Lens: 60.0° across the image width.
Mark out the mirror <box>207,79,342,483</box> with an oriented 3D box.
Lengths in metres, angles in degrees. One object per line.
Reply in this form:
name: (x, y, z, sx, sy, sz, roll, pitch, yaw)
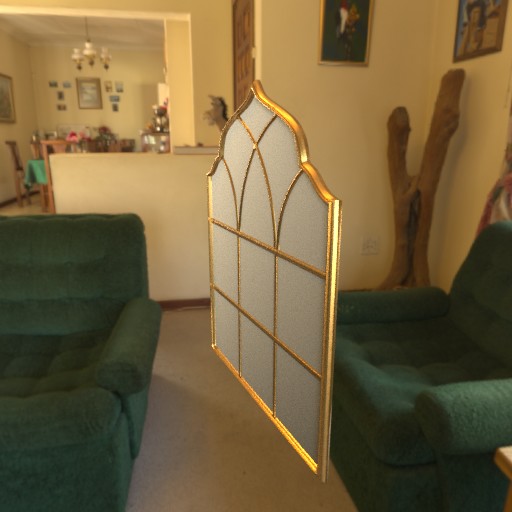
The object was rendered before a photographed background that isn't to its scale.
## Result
mirror: (0.000, 0.000, 0.854, 0.018, 0.635, 0.513, -7, 17, -25)
